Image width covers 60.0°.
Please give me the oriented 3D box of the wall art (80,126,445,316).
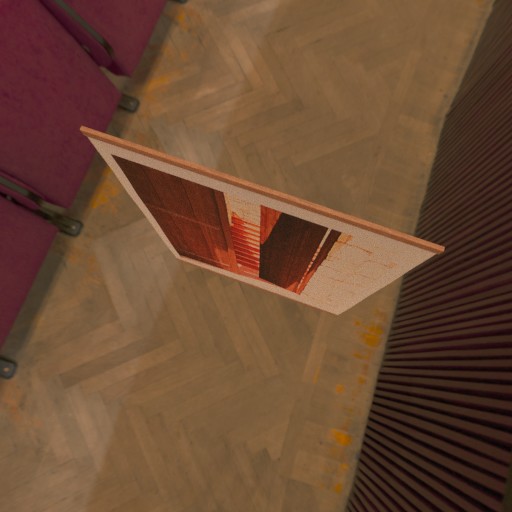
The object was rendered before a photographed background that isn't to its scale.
[{"bbox_3d":[0.000,0.000,1.907,1.019,1.527,0.019,19,77,5],"label":"wall art"}]
